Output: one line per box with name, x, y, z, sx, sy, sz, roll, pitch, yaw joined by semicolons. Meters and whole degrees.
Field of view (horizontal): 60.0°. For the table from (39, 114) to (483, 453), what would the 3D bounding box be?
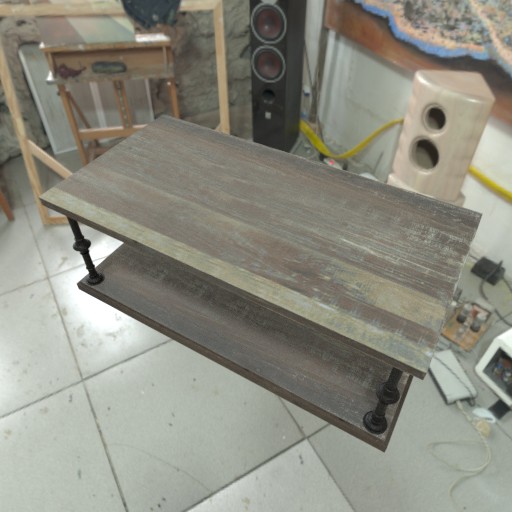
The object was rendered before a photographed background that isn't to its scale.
table;0.000;0.000;1.358;1.088;0.399;0.554;23;50;21
